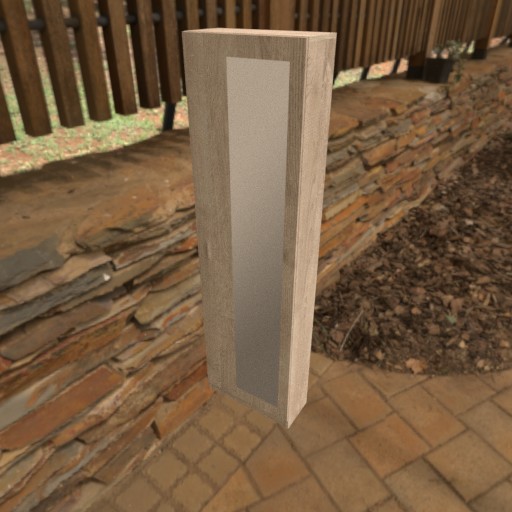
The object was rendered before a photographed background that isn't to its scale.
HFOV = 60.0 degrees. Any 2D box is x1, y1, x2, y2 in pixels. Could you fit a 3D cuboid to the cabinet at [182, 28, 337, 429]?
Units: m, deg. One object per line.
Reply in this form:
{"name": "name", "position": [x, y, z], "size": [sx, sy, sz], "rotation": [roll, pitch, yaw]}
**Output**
{"name": "cabinet", "position": [0.000, 0.000, 1.981], "size": [0.500, 1.790, 0.230], "rotation": [18, 35, 28]}
